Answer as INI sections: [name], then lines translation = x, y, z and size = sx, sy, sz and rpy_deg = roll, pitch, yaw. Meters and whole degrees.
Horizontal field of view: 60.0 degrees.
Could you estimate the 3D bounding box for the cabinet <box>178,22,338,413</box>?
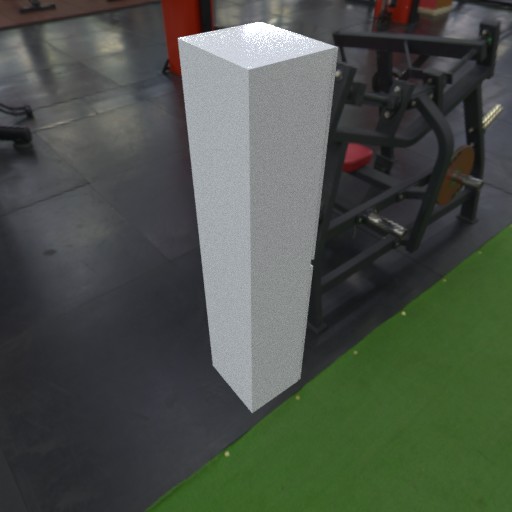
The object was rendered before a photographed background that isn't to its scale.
[cabinet]
translation = 0.000, 0.000, 1.555
size = 0.270, 1.400, 0.300
rpy_deg = -27, 48, -27
